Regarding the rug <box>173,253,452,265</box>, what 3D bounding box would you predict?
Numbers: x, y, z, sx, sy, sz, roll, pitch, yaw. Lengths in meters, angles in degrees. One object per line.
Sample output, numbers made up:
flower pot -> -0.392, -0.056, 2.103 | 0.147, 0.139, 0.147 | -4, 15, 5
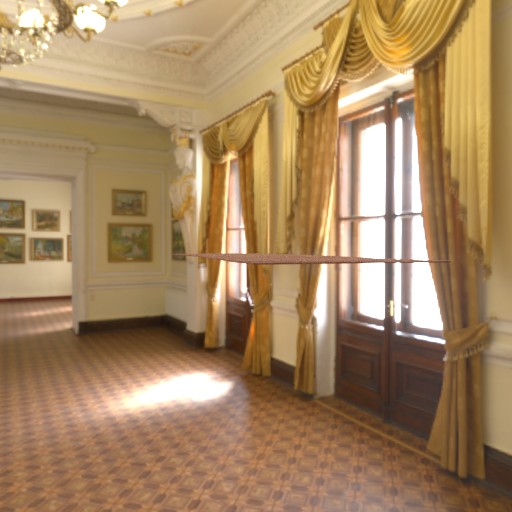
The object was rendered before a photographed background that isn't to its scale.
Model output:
rug -> 0.000, 0.000, 2.553 | 0.718, 0.013, 2.353 | 0, 1, -17
